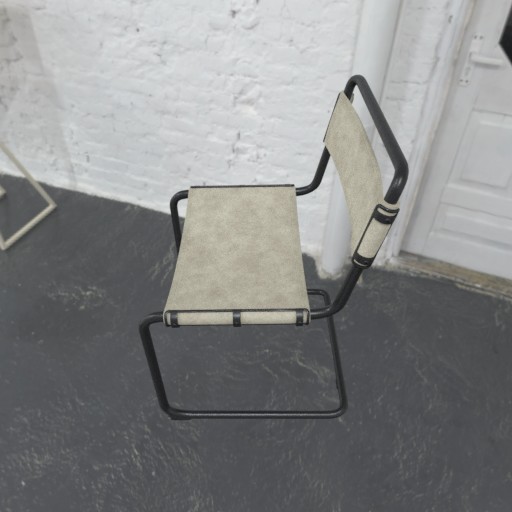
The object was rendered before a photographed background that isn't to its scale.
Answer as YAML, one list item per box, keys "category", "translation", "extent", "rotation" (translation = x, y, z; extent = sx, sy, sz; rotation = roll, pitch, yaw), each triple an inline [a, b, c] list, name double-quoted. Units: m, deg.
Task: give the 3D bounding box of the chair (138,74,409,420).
- category: "chair"
  translation: [0.000, 0.000, 1.102]
  extent: [0.497, 0.747, 0.499]
  rotation: [0, 42, 0]
